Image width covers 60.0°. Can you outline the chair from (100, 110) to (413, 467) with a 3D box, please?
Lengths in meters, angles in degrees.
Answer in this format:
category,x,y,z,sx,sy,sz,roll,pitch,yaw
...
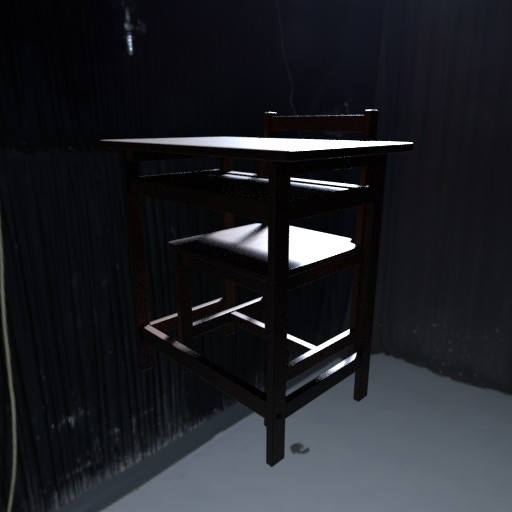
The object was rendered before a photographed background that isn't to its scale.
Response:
category,x,y,z,sx,sy,sz,roll,pitch,yaw
chair,0.000,0.000,1.073,0.463,0.673,0.599,-16,23,-42
